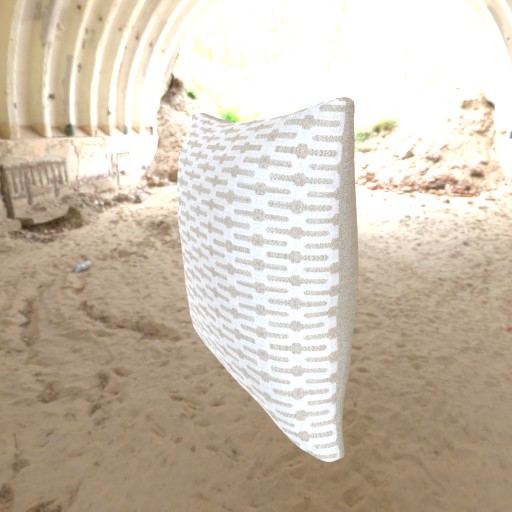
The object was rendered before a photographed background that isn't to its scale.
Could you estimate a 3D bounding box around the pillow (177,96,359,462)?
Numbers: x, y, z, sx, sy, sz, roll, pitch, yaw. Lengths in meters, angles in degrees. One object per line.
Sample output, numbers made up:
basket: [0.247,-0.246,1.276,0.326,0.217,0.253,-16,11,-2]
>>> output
pillow: [0.000,0.000,0.770,0.219,0.491,0.496,-8,17,-25]
